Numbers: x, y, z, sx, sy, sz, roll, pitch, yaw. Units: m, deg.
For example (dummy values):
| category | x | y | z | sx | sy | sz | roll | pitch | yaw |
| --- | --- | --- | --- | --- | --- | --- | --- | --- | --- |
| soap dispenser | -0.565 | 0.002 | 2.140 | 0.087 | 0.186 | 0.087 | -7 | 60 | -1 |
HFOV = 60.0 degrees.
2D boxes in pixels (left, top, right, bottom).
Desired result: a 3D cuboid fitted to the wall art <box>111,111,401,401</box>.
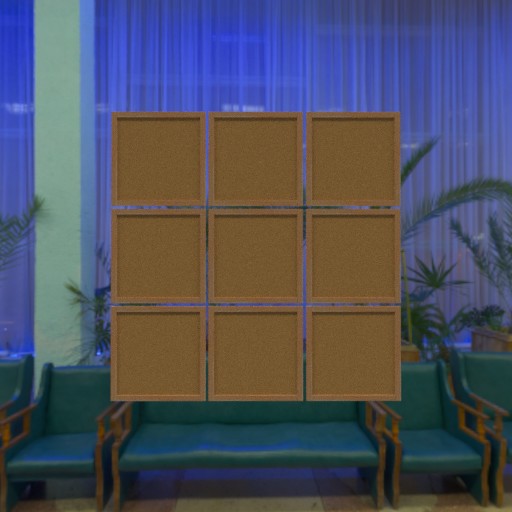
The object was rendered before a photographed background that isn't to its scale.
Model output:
| category | x | y | z | sx | sy | sz | roll | pitch | yaw |
| --- | --- | --- | --- | --- | --- | --- | --- | --- | --- |
| wall art | 0.000 | 0.000 | 2.333 | 1.521 | 1.519 | 0.013 | 0 | 0 | 0 |
